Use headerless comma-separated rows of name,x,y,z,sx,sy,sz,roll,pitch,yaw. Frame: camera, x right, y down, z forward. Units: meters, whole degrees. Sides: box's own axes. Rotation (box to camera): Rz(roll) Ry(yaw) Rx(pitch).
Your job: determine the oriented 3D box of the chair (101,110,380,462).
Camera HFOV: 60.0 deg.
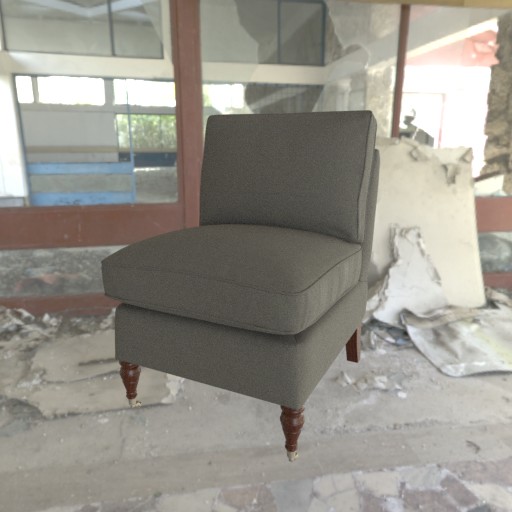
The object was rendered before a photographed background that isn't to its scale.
chair,0.000,0.000,1.656,0.724,1.045,0.924,7,16,25
